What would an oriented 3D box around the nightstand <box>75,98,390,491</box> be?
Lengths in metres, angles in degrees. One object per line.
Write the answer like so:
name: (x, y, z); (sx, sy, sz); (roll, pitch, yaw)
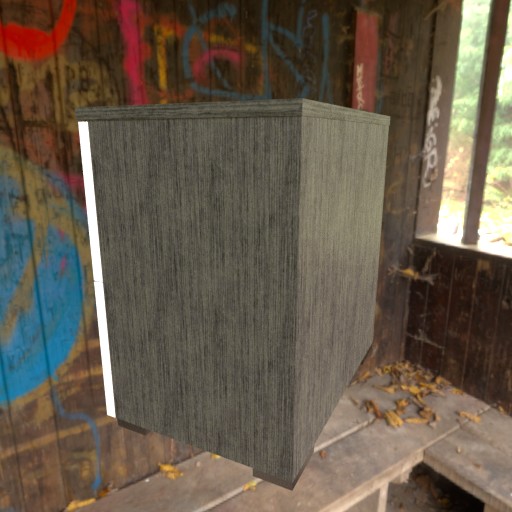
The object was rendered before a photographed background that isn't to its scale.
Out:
nightstand: (0.000, 0.000, 0.749); (0.325, 0.460, 0.441); (7, 17, 26)
